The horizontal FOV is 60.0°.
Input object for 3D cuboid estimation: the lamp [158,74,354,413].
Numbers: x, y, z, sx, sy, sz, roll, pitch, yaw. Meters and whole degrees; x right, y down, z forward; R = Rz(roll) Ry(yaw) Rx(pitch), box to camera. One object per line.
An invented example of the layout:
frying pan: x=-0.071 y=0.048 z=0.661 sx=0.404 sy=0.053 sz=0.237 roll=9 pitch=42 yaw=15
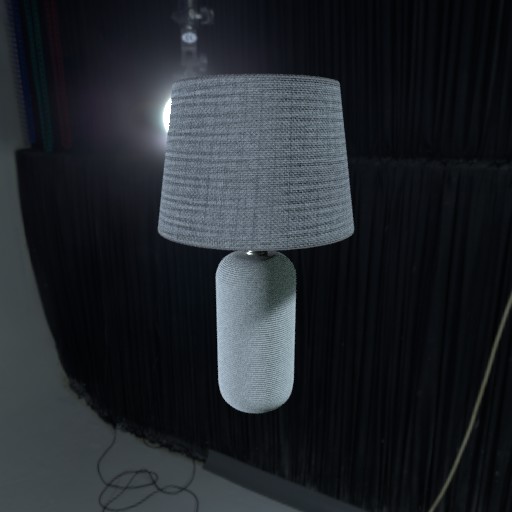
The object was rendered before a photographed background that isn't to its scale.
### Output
lamp: x=0.000 y=0.000 z=0.592 sx=0.251 sy=0.429 sz=0.251 roll=0 pitch=16 yaw=0
